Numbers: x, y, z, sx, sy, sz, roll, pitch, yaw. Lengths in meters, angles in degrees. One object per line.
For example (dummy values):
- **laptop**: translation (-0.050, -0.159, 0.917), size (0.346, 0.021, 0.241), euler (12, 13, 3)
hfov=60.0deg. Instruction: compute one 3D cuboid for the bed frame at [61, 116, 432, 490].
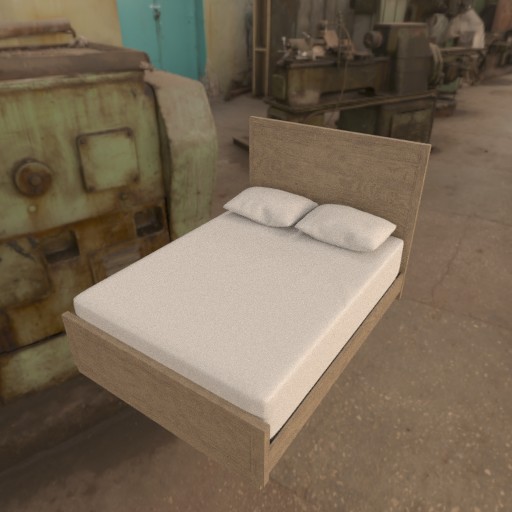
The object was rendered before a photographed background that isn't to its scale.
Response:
- **bed frame**: translation (0.000, 0.000, 3.200), size (1.606, 1.369, 2.189), euler (19, 35, 29)
